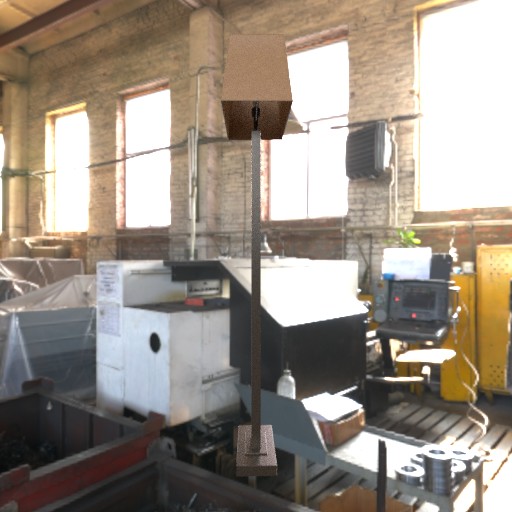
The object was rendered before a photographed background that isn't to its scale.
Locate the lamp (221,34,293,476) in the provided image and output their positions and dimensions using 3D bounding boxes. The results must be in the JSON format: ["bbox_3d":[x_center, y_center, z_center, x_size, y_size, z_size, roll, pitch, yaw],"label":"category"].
[{"bbox_3d":[0.000,0.000,1.658,0.233,1.469,0.475,0,0,-1],"label":"lamp"}]
